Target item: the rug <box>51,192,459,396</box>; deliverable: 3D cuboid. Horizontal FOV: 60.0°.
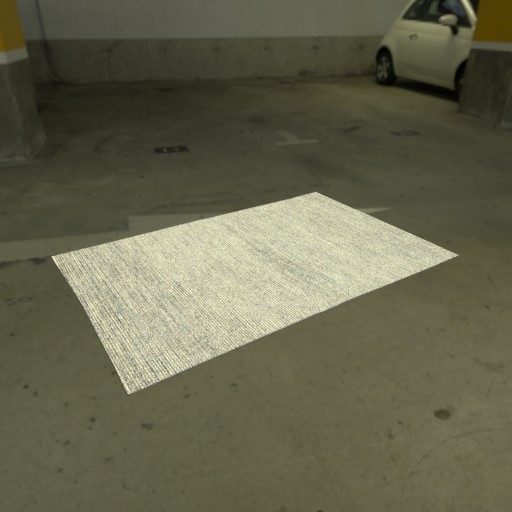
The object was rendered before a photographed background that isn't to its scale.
[{"bbox_3d":[0.000,0.000,2.308,1.789,0.021,1.159,-17,32,-29],"label":"rug"}]
